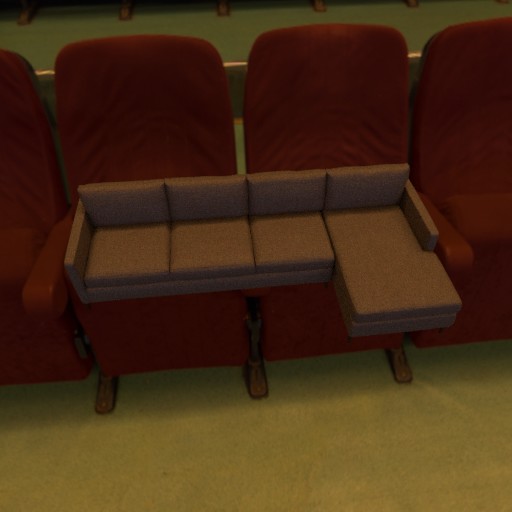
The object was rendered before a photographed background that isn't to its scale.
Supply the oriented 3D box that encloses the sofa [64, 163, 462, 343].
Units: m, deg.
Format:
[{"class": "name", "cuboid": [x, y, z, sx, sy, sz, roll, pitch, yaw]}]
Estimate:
[{"class": "sofa", "cuboid": [0.000, 0.000, 3.929, 3.221, 0.892, 1.483, -5, 47, -4]}]
